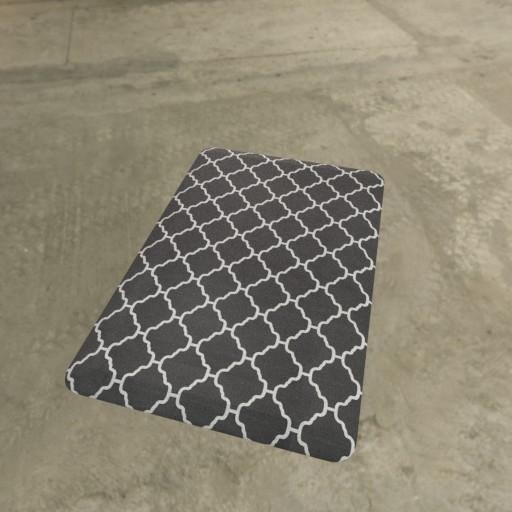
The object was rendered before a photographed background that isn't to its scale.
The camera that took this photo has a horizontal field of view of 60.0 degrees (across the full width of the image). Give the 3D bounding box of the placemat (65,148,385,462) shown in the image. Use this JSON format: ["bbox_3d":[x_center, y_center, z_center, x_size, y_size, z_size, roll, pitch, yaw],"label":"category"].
[{"bbox_3d":[0.000,0.000,0.961,0.508,0.021,0.762,11,48,10],"label":"placemat"}]
